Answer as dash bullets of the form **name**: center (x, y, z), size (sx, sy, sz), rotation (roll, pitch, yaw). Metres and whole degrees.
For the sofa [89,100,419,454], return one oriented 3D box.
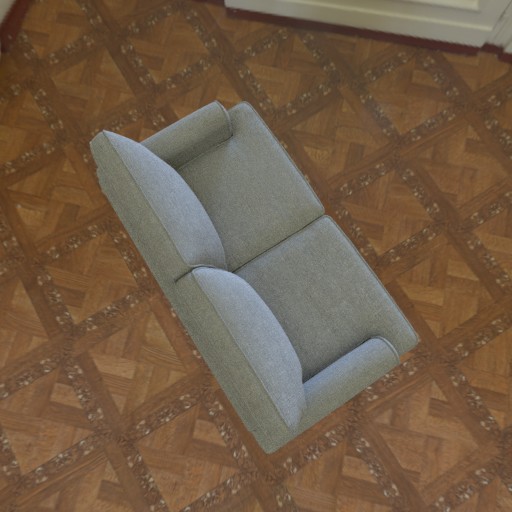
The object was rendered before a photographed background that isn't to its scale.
- **sofa**: center (0.000, 0.000, 2.278), size (0.965, 0.965, 1.651), rotation (-32, 78, -8)
